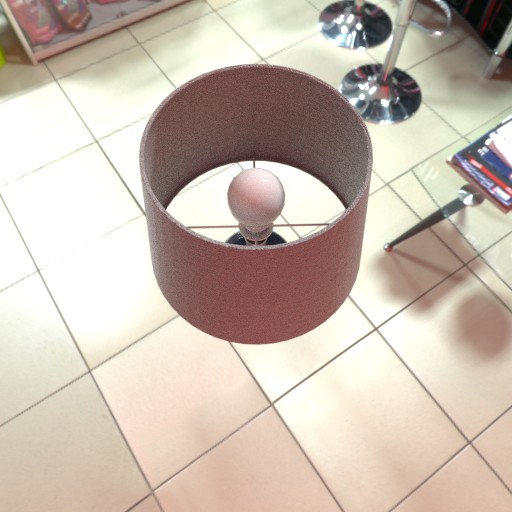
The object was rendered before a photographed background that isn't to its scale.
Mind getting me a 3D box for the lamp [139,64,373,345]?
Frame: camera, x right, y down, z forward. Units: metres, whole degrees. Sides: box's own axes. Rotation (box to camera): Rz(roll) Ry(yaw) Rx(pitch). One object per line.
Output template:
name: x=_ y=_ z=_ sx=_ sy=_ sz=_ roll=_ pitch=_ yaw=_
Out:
lamp: x=0.000 y=0.000 z=0.571 sx=0.253 sy=0.428 sz=0.253 roll=0 pitch=64 yaw=0
